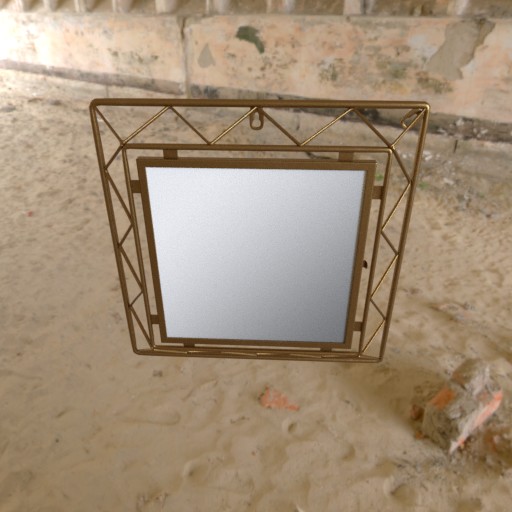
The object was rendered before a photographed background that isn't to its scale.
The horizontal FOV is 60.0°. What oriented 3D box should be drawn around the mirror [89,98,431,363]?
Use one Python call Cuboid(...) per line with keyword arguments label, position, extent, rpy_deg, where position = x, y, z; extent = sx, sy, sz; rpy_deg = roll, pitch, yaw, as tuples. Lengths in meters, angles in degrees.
Cuboid(label="mirror", position=(0.000, 0.000, 0.621), extent=(0.416, 0.414, 0.046), rpy_deg=(1, 30, 2))
